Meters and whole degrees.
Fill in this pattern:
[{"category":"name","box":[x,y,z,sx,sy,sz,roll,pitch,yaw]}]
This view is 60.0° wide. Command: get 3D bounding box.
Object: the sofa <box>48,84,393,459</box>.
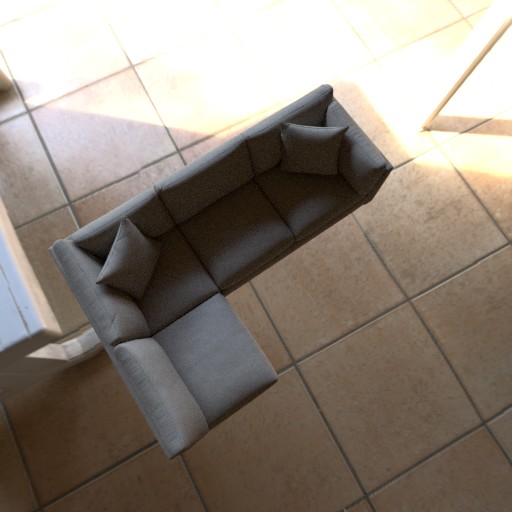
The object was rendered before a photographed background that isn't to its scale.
[{"category":"sofa","box":[0.000,0.000,3.901,2.896,0.978,1.994,-33,76,-9]}]
